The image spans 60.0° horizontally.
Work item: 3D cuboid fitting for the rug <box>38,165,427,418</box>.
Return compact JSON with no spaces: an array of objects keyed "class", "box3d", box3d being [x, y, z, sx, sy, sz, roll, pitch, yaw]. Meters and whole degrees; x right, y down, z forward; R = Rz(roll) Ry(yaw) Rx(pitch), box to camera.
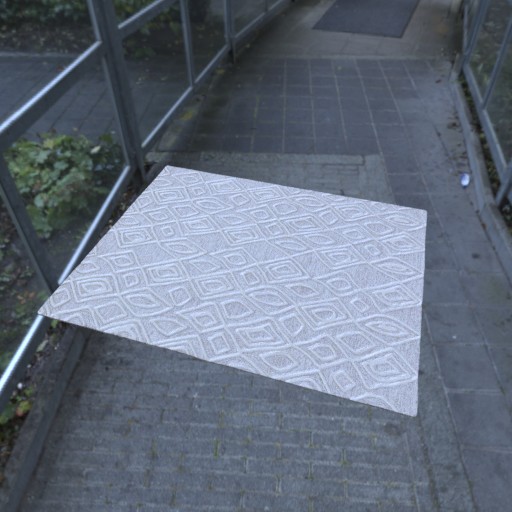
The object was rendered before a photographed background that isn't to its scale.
[{"class":"rug","box3d":[0.000,0.000,4.183,3.049,0.025,2.449,12,44,13]}]
